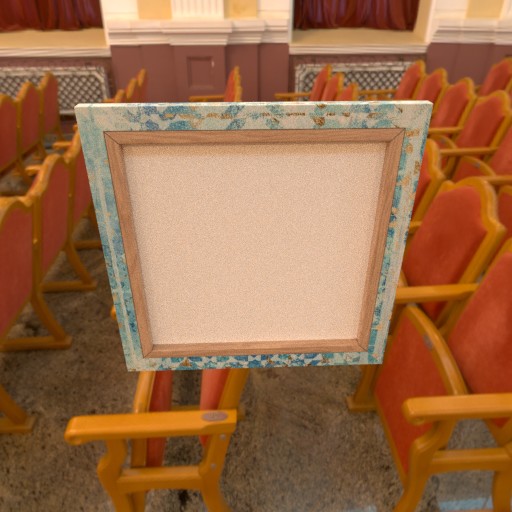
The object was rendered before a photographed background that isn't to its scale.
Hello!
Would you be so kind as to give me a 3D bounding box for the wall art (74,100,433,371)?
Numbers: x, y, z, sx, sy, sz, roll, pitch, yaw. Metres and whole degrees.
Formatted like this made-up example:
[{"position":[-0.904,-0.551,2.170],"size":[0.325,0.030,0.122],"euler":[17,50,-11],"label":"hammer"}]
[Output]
[{"position":[0.000,0.000,1.378],"size":[0.916,0.916,0.040],"euler":[-1,31,-2],"label":"wall art"}]
